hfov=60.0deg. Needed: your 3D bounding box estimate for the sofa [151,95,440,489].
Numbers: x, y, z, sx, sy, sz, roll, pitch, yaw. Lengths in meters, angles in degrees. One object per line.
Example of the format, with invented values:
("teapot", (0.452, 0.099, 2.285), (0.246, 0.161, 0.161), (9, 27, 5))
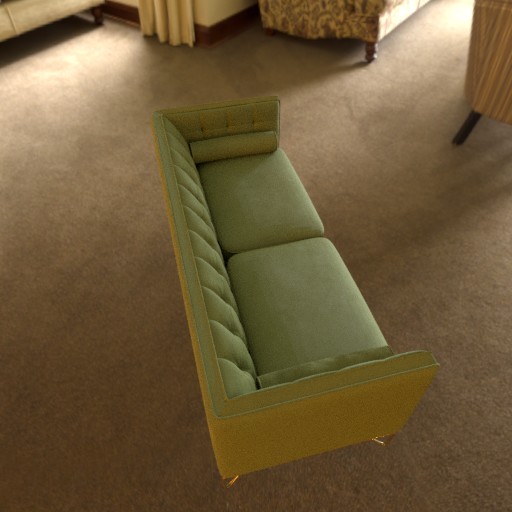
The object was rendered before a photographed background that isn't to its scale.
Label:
("sofa", (0.000, 0.000, 2.468), (0.867, 0.789, 2.087), (-11, 48, -10))
